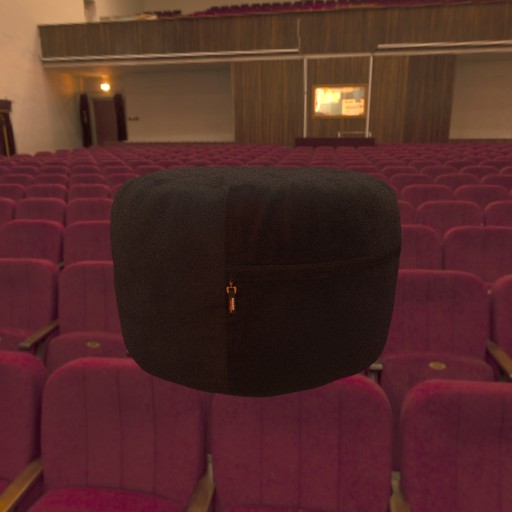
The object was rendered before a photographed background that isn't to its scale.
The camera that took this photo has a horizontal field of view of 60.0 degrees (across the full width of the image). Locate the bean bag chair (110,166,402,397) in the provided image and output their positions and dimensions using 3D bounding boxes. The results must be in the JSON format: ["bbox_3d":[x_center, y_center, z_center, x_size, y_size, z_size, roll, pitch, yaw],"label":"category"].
[{"bbox_3d":[0.000,0.000,1.967,1.219,0.762,1.219,0,14,0],"label":"bean bag chair"}]
